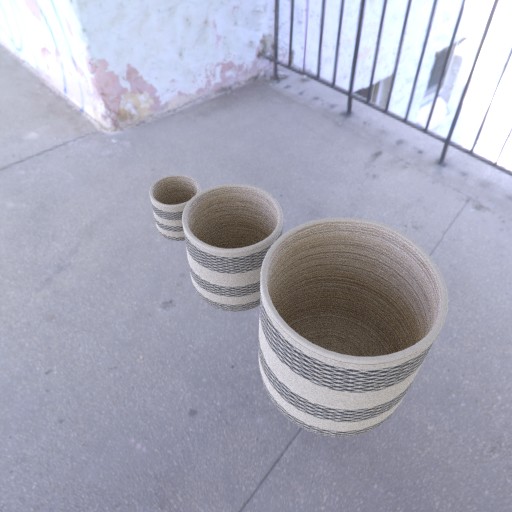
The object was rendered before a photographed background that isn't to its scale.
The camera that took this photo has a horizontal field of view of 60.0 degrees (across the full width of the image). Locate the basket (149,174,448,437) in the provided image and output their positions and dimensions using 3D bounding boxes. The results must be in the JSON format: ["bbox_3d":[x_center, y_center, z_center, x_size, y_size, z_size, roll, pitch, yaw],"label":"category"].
[{"bbox_3d":[0.000,0.000,1.105,0.351,0.356,0.917,-31,54,-26],"label":"basket"}]
